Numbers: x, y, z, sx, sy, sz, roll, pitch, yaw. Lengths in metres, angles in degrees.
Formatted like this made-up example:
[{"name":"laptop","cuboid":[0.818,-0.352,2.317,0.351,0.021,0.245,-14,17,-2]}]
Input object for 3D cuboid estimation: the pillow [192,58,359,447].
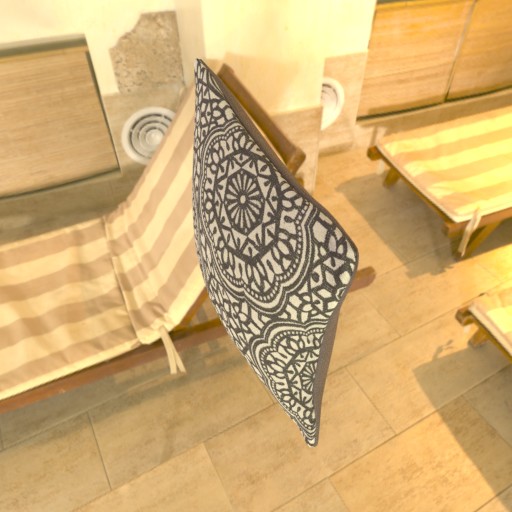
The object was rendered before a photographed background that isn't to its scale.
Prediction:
[{"name":"pillow","cuboid":[0.000,0.000,0.647,0.148,0.417,0.436,-17,48,-16]}]
